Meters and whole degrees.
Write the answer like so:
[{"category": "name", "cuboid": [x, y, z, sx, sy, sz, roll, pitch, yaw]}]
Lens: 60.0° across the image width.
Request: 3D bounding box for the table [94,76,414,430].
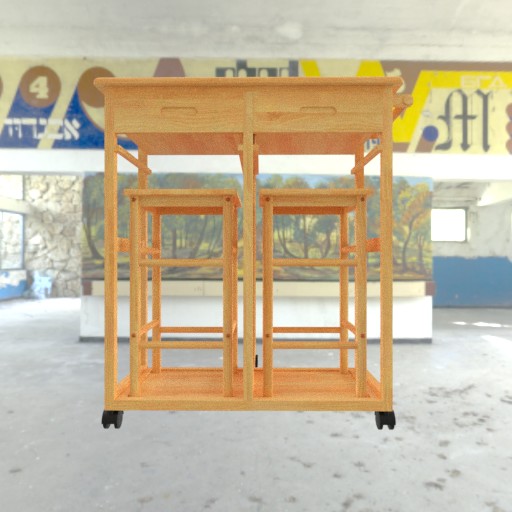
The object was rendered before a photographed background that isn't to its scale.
[{"category": "table", "cuboid": [0.000, 0.000, 1.372, 0.752, 0.832, 0.693, 0, 0, 1]}]
